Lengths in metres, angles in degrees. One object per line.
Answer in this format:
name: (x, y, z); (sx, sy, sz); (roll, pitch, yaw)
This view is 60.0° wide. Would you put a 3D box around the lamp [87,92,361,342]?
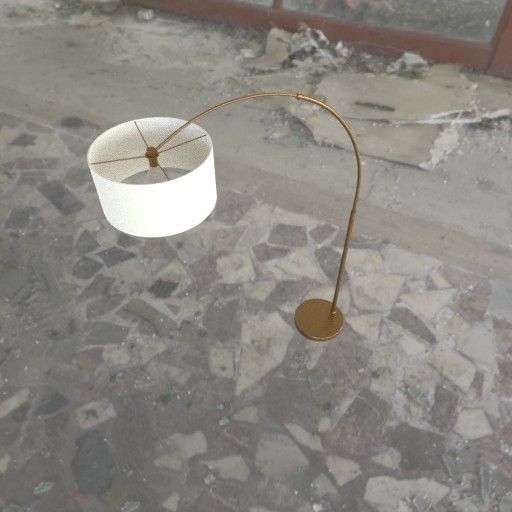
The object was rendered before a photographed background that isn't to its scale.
lamp: (0.000, 0.000, 2.524); (1.434, 1.927, 0.493); (-20, 49, -18)
